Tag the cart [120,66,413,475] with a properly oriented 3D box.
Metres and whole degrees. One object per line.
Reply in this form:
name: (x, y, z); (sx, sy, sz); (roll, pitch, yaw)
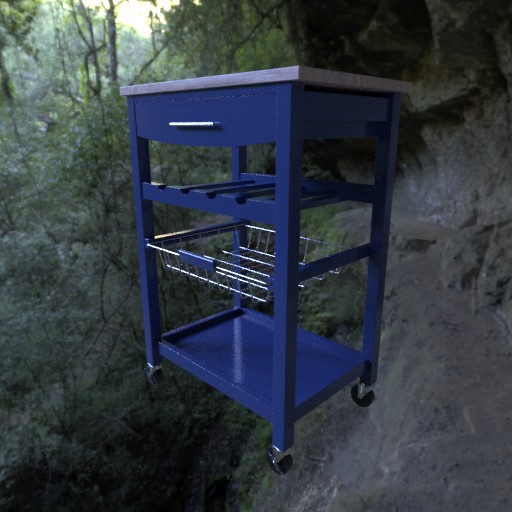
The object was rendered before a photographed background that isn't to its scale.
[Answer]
cart: (0.000, 0.000, 1.162); (0.584, 0.839, 0.403); (15, 22, 42)
